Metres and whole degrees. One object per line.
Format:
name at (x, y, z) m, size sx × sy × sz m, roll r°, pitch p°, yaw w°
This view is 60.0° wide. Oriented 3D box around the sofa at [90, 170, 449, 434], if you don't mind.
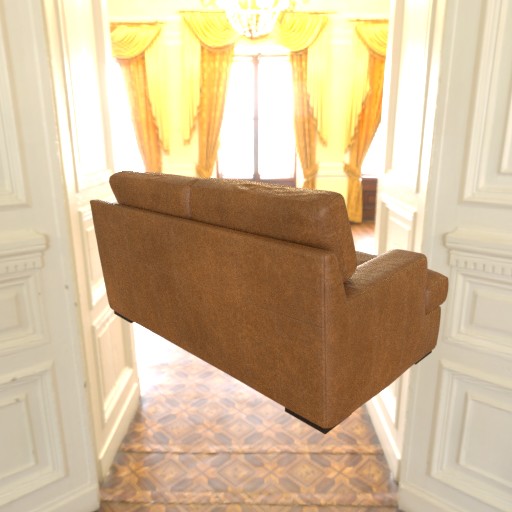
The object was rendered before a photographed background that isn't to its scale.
sofa at (0.000, 0.000, 2.582) m, size 1.144 × 0.966 × 1.880 m, roll -15°, pitch 22°, yaw -43°
